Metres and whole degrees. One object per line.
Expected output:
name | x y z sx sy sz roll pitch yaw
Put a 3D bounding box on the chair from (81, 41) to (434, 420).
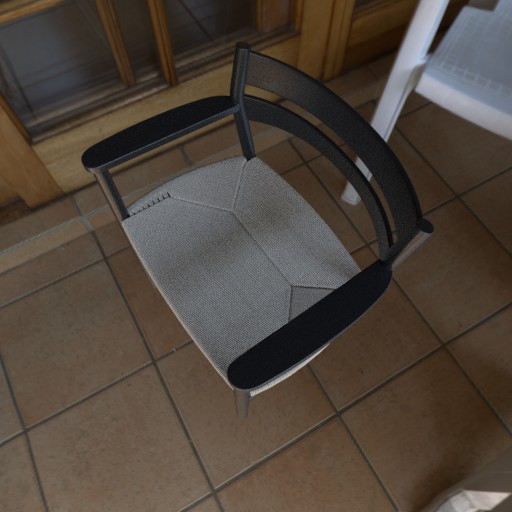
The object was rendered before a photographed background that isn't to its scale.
chair | 0.000 0.000 1.148 0.508 0.775 0.630 -33 69 -14
